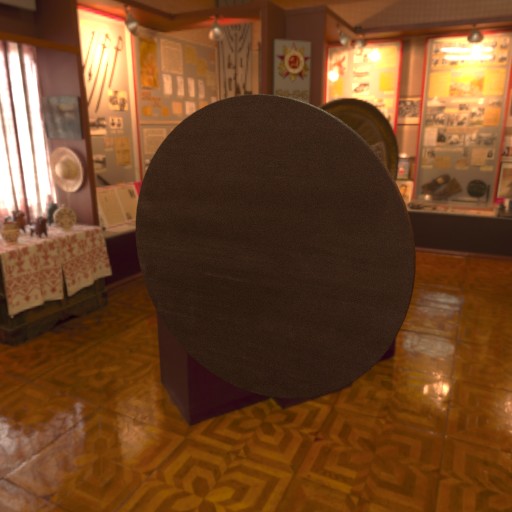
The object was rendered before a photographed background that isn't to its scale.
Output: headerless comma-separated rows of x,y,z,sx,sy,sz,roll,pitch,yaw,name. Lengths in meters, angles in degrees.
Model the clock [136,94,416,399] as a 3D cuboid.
0.000,0.000,0.869,0.595,0.595,0.029,8,18,27,clock
